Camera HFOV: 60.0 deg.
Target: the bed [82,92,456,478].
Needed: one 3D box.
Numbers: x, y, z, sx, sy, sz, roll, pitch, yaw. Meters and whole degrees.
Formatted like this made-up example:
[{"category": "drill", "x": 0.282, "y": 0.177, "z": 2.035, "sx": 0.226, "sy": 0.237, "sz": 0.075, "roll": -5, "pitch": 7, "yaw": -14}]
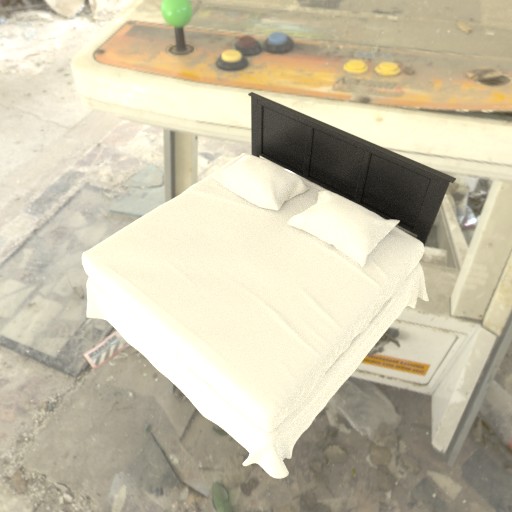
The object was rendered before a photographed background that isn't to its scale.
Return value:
[{"category": "bed", "x": 0.000, "y": 0.000, "z": 3.559, "sx": 2.315, "sy": 1.271, "sz": 2.219, "roll": 33, "pitch": 55, "yaw": 27}]
